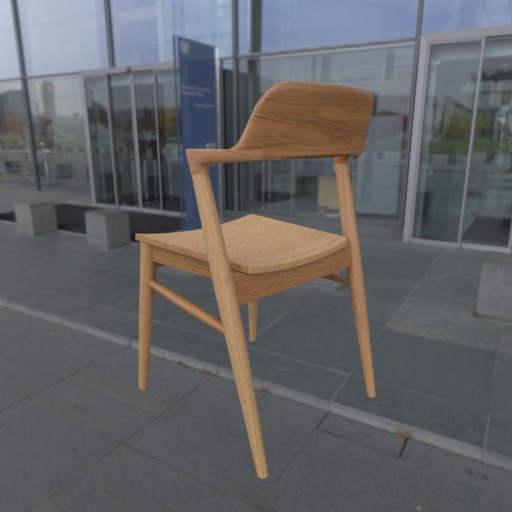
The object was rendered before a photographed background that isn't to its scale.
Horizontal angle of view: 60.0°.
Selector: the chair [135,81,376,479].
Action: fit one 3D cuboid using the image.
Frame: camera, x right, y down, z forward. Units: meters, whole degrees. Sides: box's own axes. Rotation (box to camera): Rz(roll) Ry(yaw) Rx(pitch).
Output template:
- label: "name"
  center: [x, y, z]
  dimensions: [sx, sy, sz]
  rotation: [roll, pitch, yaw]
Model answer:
- label: "chair"
  center: [0.000, 0.000, 1.143]
  dimensions: [0.512, 0.792, 0.499]
  rotation: [-14, 21, -42]
